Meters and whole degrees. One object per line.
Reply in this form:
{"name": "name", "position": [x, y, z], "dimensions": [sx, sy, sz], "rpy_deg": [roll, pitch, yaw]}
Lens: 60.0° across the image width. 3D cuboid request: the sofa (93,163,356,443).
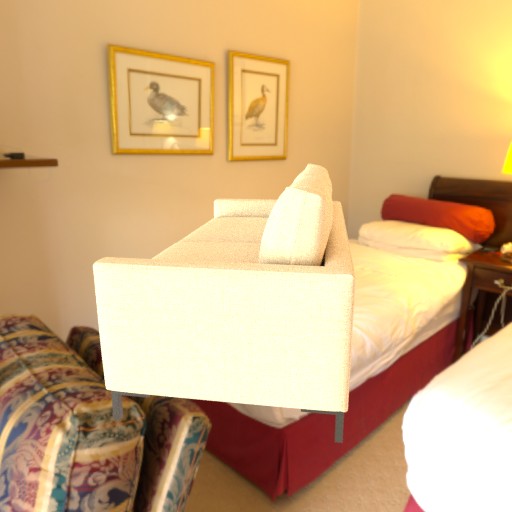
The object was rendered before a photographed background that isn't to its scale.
{"name": "sofa", "position": [0.000, 0.000, 2.142], "dimensions": [0.839, 0.812, 1.651], "rpy_deg": [2, 15, 9]}
